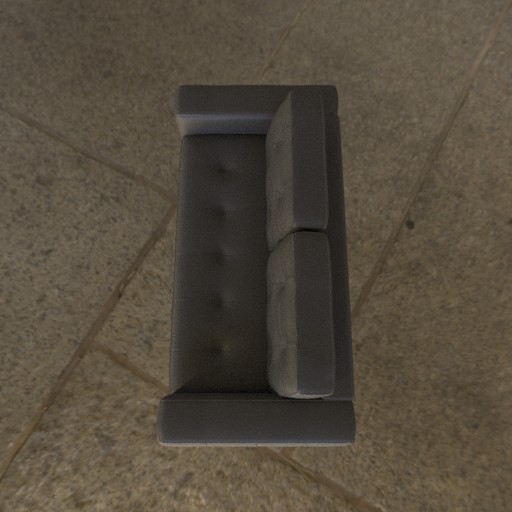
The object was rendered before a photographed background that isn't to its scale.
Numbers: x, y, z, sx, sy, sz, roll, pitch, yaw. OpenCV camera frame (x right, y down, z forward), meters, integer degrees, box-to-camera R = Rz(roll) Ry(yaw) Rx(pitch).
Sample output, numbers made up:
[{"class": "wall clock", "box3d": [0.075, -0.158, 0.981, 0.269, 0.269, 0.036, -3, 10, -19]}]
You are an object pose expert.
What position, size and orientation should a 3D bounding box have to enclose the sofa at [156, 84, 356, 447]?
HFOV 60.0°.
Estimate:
[{"class": "sofa", "box3d": [0.000, 0.000, 2.200, 0.833, 0.892, 1.726, 0, 75, 0]}]
